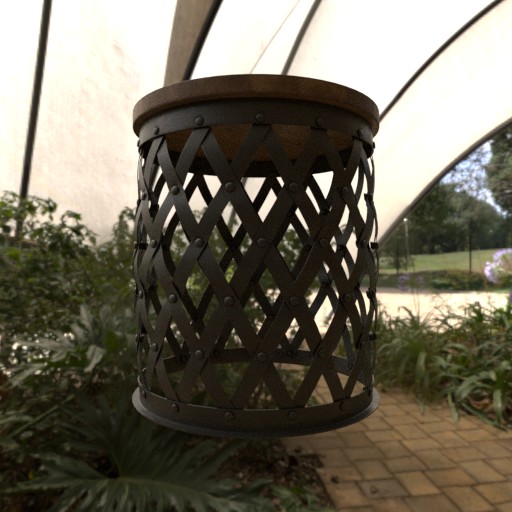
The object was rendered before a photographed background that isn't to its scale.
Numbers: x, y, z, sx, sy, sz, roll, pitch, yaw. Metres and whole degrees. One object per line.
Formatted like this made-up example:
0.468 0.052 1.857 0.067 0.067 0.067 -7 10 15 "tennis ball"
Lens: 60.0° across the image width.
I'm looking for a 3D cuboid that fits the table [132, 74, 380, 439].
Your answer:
0.000 0.000 0.753 0.405 0.454 0.405 0 0 0 "table"
